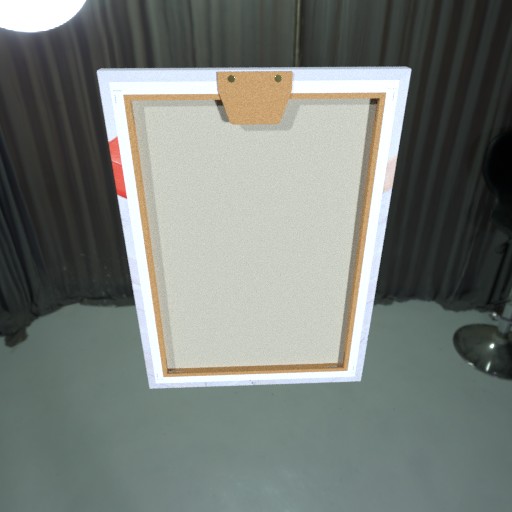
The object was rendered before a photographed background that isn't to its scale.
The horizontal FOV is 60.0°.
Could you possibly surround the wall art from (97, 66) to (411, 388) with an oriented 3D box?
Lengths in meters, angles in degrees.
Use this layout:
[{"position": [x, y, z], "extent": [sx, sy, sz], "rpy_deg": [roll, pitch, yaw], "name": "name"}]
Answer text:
[{"position": [0.000, 0.000, 1.081], "extent": [0.613, 0.848, 0.036], "rpy_deg": [-1, 30, -2], "name": "wall art"}]
